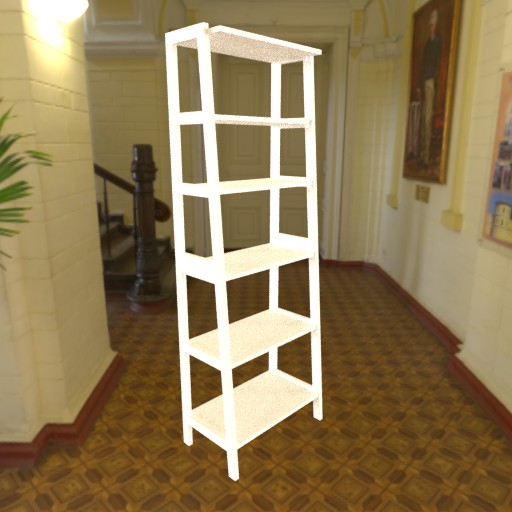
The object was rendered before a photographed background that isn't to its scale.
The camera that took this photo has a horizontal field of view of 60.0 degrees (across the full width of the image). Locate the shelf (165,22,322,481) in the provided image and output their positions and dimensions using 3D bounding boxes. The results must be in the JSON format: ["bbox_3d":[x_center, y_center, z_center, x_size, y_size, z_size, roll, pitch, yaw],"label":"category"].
[{"bbox_3d":[0.000,0.000,2.106,0.381,1.892,0.660,14,20,43],"label":"shelf"}]
